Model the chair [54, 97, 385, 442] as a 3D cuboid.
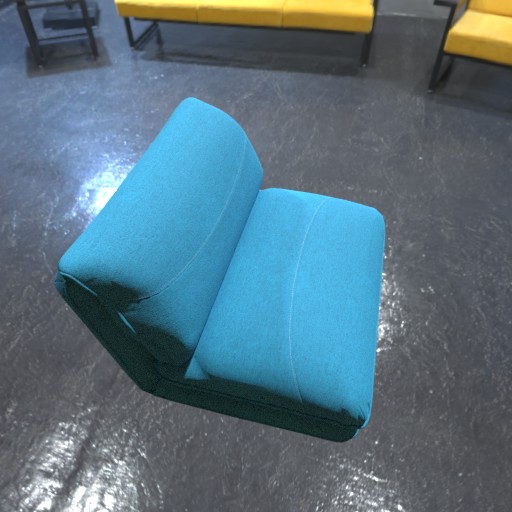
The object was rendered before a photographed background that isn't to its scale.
[{"bbox_3d":[0.000,0.000,1.332,0.780,0.580,0.820,10,47,10],"label":"chair"}]
